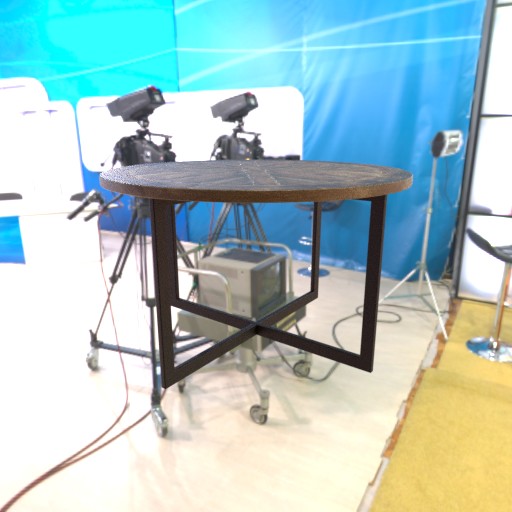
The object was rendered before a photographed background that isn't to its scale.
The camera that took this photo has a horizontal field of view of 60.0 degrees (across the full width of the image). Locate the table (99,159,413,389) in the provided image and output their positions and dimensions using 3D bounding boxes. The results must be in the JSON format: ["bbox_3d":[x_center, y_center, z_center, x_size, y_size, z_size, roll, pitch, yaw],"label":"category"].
[{"bbox_3d":[0.000,0.000,1.991,1.264,0.762,1.264,0,16,0],"label":"table"}]
